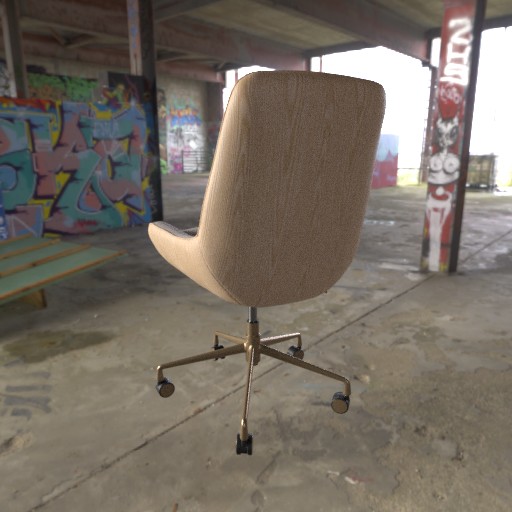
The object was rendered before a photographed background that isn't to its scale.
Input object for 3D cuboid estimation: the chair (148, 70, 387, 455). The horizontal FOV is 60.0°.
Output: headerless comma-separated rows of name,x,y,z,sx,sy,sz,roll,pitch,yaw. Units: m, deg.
chair,0.000,0.000,1.331,0.564,0.952,0.668,-7,16,-28
